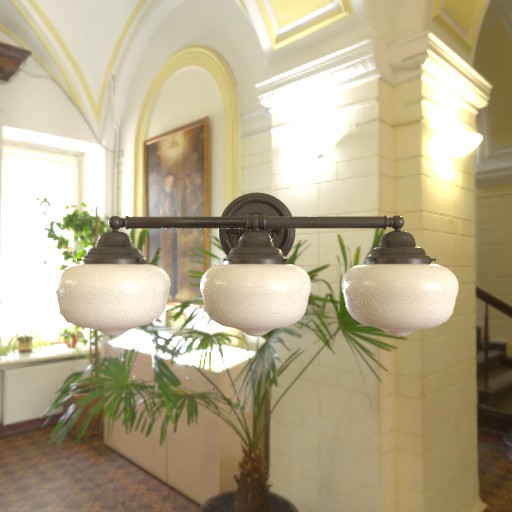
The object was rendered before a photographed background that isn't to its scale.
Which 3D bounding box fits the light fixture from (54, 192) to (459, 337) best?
[{"bbox_3d":[0.000,0.000,0.699,0.587,0.242,0.239,0,-1,1],"label":"light fixture"}]
